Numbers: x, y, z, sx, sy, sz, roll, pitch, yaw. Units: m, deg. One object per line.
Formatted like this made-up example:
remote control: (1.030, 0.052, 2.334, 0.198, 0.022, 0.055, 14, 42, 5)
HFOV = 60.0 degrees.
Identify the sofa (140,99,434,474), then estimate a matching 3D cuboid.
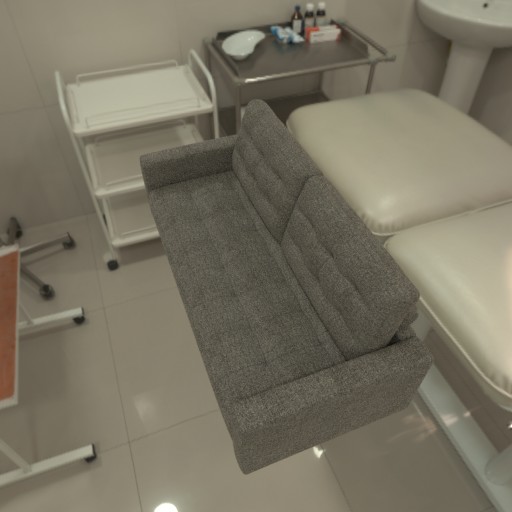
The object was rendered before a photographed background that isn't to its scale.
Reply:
sofa: (0.000, 0.000, 2.338, 0.863, 0.902, 1.821, -16, 49, -14)
